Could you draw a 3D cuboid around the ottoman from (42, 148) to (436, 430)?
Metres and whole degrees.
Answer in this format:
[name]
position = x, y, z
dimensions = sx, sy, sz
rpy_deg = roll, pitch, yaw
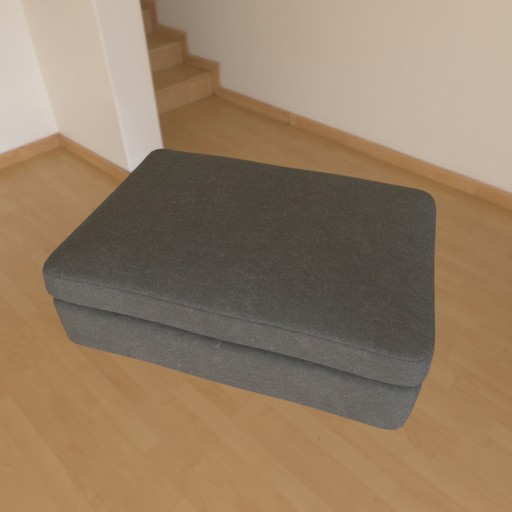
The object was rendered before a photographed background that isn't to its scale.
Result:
[ottoman]
position = 0.000, 0.000, 1.601
dimensions = 1.199, 0.429, 0.840
rpy_deg = 12, 43, 13
